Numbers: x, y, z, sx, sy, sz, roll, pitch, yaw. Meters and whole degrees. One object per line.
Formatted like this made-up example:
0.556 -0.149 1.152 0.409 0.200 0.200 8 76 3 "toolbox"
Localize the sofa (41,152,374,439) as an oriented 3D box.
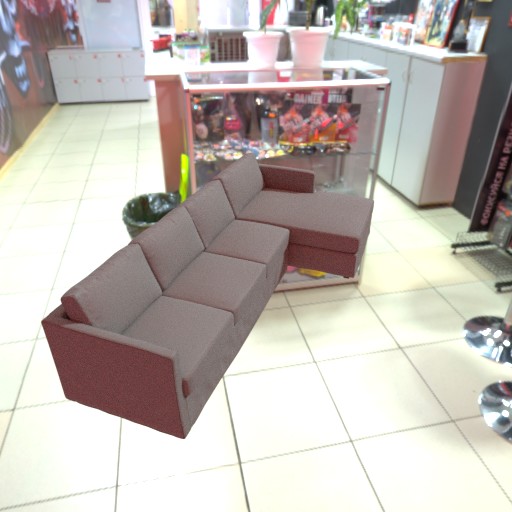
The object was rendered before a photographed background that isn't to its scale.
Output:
0.000 0.000 3.852 1.622 0.867 3.177 11 33 18 "sofa"
